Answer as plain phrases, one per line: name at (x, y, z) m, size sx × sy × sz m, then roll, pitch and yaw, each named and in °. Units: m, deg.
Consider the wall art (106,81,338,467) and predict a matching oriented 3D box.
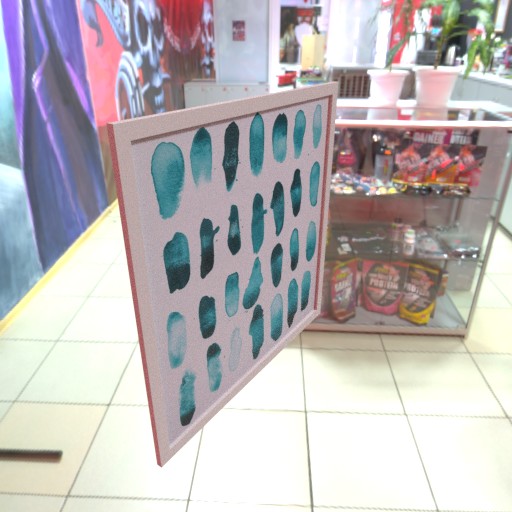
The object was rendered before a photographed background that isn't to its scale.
wall art at (0.000, 0.000, 0.669) m, size 0.009 × 0.457 × 0.456 m, roll 18°, pitch 32°, yaw 31°
